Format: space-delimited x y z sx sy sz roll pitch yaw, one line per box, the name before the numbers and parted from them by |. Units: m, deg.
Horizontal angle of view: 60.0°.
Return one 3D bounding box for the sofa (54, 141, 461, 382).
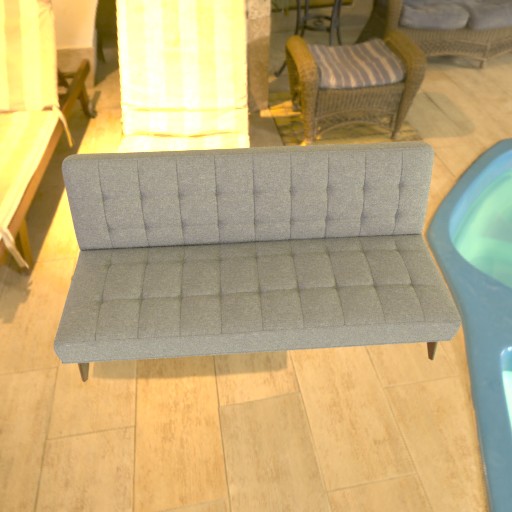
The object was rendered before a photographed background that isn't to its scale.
sofa | 0.000 0.000 2.179 1.800 0.810 0.860 -3 46 -3
